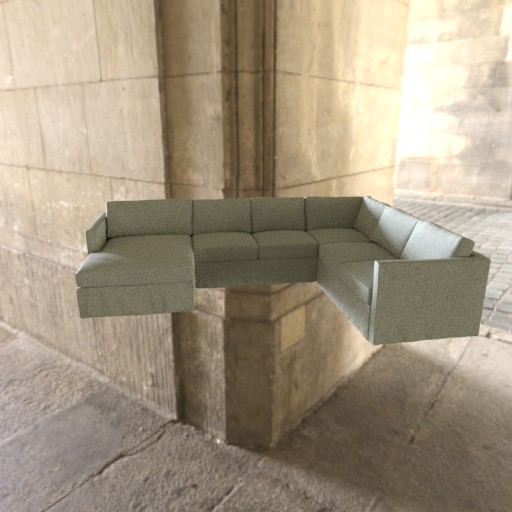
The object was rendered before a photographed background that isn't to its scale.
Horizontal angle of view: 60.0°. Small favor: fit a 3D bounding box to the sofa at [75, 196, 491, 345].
[{"bbox_3d":[0.000,0.000,4.489,3.434,0.869,2.440,-3,17,-9],"label":"sofa"}]
